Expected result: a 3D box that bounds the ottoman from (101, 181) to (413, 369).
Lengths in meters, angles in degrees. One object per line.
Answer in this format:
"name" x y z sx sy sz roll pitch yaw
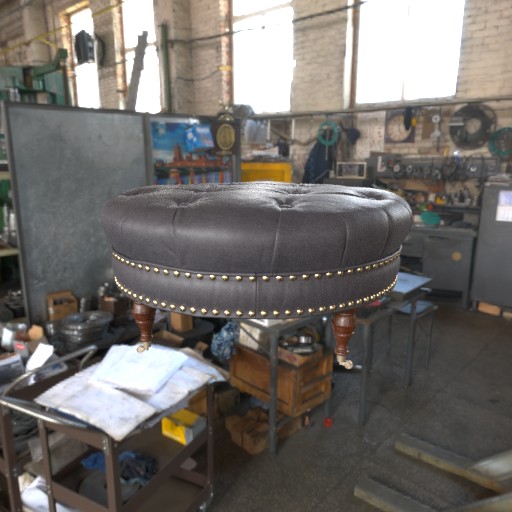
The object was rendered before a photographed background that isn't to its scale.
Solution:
"ottoman" 0.000 0.000 1.383 0.901 0.439 0.901 0 13 0
